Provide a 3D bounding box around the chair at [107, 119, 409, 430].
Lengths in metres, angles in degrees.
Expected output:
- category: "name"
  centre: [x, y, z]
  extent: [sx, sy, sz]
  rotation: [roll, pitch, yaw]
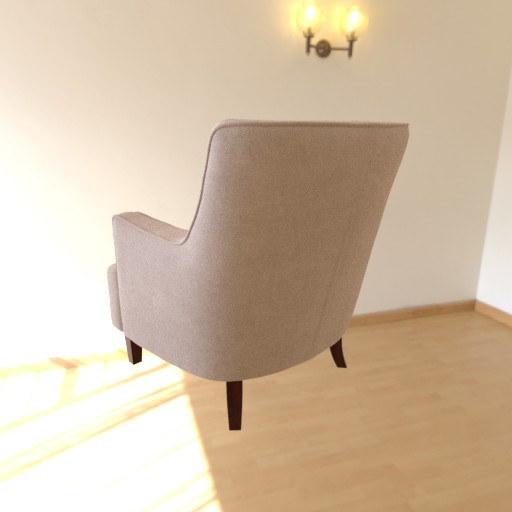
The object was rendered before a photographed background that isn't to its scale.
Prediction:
- category: "chair"
  centre: [0.000, 0.000, 1.580]
  extent: [0.781, 0.920, 0.910]
  rotation: [-14, 21, -41]
